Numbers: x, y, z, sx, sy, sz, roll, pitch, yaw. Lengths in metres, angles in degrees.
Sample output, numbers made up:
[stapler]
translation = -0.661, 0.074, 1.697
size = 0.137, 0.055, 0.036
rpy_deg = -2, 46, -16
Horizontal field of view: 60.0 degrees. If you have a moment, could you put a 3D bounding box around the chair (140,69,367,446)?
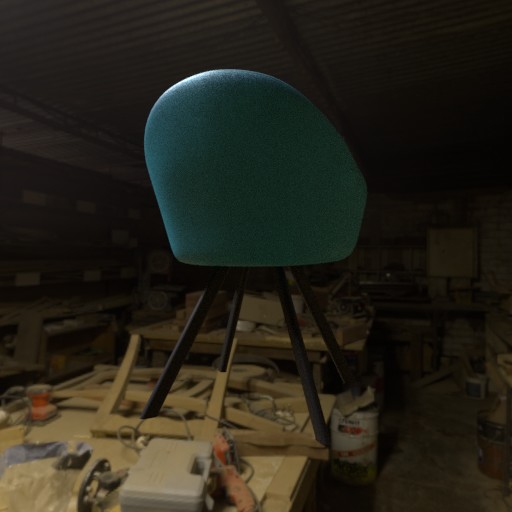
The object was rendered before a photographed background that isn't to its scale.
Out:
[chair]
translation = 0.000, 0.000, 1.174
size = 0.540, 0.780, 0.570
rpy_deg = 0, 0, 19
